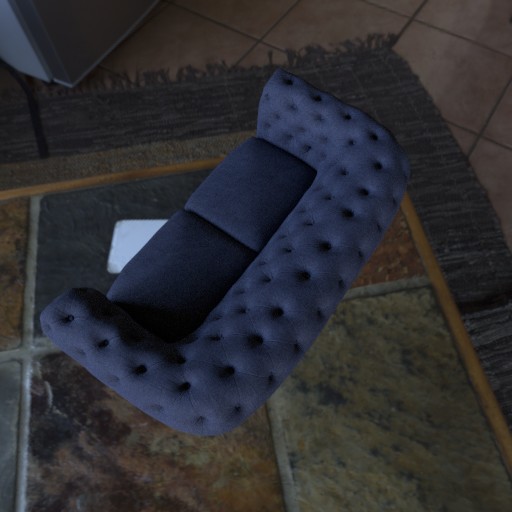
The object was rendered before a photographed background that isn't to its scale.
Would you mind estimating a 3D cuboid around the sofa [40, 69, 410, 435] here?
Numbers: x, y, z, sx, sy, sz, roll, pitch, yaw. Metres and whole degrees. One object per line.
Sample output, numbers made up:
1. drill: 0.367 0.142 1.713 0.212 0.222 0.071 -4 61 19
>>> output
1. sofa: 0.000 0.000 2.489 1.082 0.833 1.988 32 68 15
